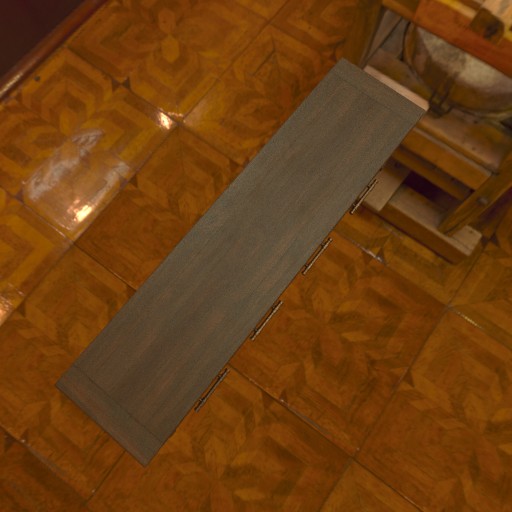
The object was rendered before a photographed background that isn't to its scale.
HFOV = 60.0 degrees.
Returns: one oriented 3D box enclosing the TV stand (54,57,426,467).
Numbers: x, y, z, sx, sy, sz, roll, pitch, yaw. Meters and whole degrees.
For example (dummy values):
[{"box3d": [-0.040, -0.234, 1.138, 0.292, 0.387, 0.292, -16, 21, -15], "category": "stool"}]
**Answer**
[{"box3d": [0.000, 0.000, 2.116, 0.471, 0.615, 1.866, 37, 78, 9], "category": "TV stand"}]
